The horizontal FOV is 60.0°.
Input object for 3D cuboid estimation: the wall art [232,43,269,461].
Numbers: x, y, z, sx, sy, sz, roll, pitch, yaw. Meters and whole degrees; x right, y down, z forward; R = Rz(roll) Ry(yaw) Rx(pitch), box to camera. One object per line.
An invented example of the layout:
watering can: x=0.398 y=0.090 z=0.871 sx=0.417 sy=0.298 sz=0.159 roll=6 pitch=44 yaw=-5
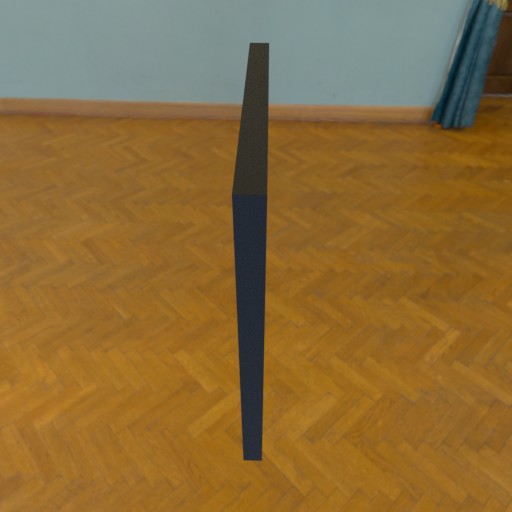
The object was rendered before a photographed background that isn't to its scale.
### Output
wall art: x=0.000 y=0.000 z=0.765 sx=0.033 sy=0.559 sz=0.457 roll=1 pitch=42 yaw=1
